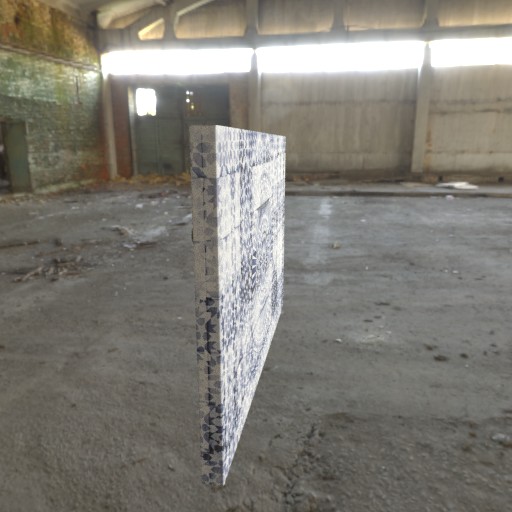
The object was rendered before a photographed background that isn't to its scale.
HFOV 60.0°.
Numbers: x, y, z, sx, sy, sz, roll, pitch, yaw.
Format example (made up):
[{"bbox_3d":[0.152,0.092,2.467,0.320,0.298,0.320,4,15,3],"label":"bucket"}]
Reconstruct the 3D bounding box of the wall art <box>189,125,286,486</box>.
[{"bbox_3d":[0.000,0.000,0.759,0.030,0.406,0.608,2,14,10],"label":"wall art"}]
